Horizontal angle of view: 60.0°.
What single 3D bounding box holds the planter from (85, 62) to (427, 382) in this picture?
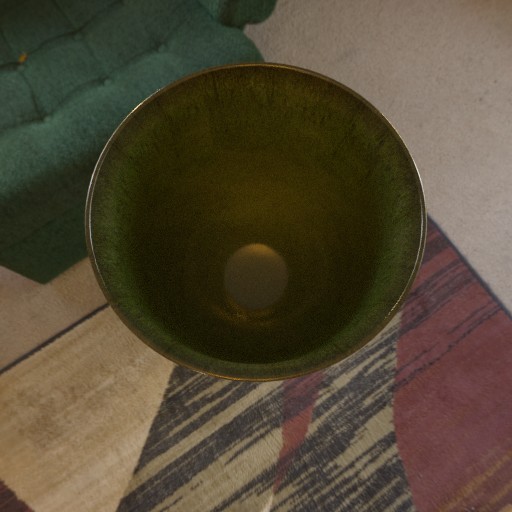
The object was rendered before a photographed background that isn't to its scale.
[{"bbox_3d":[0.000,0.000,0.447,0.245,0.270,0.245,0,74,0],"label":"planter"}]
